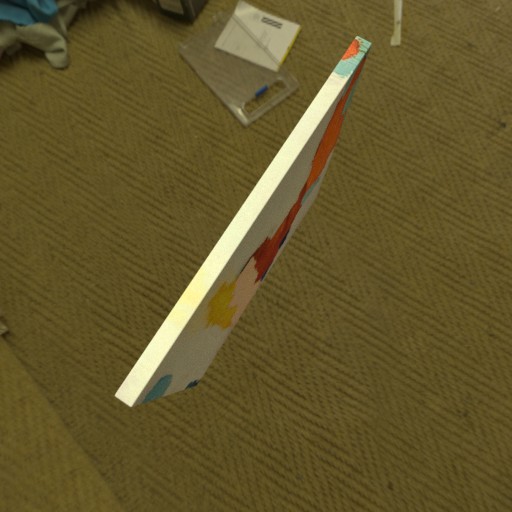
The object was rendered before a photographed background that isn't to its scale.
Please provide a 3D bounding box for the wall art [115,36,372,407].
[{"bbox_3d":[0.000,0.000,1.494,0.044,1.017,1.017,31,78,7],"label":"wall art"}]
